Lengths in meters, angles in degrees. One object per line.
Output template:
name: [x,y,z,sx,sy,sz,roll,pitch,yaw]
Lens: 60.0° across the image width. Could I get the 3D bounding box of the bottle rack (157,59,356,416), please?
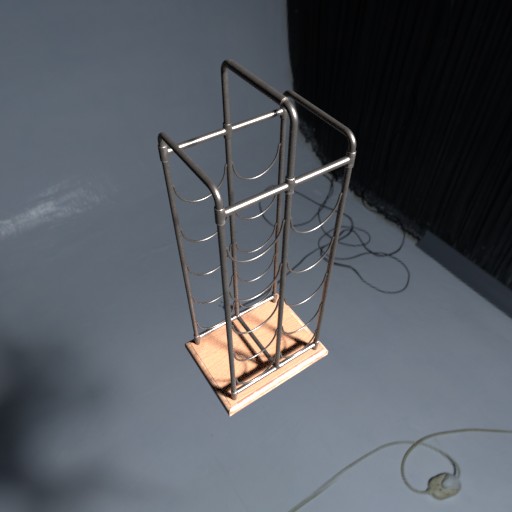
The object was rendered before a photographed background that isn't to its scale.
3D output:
bottle rack: [0.000,0.000,0.823,0.276,0.680,0.208,-26,53,-22]
